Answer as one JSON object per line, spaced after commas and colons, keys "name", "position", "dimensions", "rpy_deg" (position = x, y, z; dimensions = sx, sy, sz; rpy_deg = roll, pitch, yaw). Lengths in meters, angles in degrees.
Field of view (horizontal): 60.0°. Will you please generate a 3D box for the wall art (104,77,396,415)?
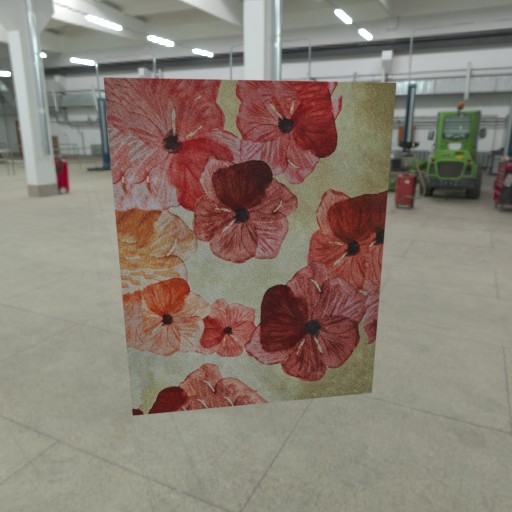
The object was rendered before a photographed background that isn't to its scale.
{"name": "wall art", "position": [0.000, 0.000, 0.689], "dimensions": [0.406, 0.508, 0.028], "rpy_deg": [-2, 16, -9]}
